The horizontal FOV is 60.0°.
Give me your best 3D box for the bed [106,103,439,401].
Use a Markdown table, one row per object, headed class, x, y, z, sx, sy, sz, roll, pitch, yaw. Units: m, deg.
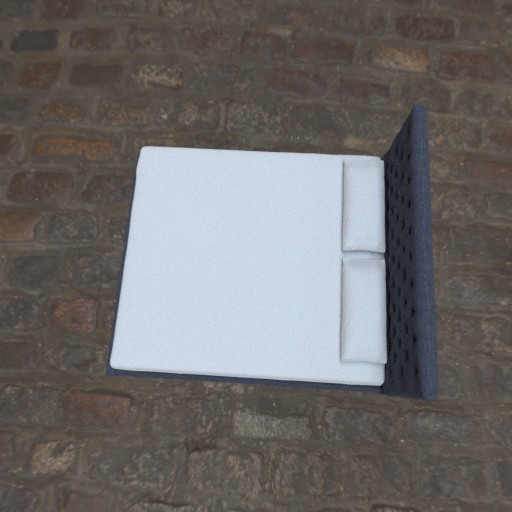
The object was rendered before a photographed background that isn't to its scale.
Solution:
| class | x | y | z | sx | sy | sz | roll | pitch | yaw |
| --- | --- | --- | --- | --- | --- | --- | --- | --- | --- |
| bed | 0.000 | 0.000 | 3.640 | 2.387 | 1.427 | 2.078 | 3 | 75 | 1 |
